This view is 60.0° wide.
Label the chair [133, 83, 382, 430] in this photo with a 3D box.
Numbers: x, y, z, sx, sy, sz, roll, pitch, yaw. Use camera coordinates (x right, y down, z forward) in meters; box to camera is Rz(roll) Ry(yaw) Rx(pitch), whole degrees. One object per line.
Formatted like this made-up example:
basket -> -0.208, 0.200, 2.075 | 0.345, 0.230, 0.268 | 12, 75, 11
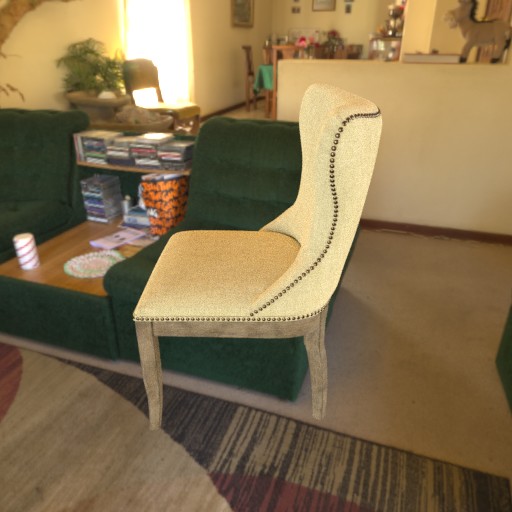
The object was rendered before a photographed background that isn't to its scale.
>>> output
chair -> 0.000, 0.000, 1.440 | 0.681, 1.002, 0.654 | 1, 26, 1
